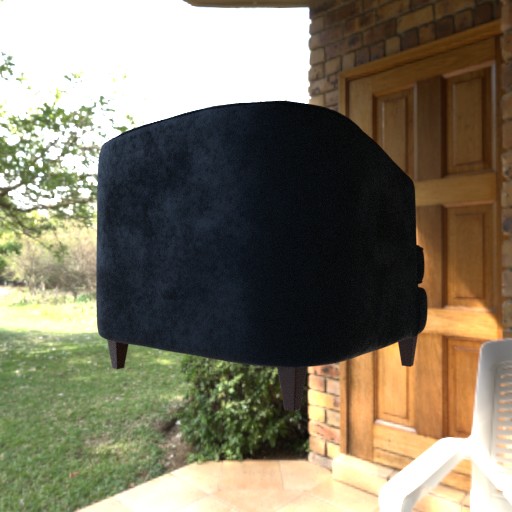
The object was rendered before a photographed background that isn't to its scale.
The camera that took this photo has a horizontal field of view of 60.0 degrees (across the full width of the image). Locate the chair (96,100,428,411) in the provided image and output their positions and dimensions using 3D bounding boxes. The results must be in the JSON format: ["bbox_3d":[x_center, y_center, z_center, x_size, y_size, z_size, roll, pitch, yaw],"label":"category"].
[{"bbox_3d":[0.000,0.000,1.733,1.094,0.852,0.940,-1,-1,37],"label":"chair"}]
